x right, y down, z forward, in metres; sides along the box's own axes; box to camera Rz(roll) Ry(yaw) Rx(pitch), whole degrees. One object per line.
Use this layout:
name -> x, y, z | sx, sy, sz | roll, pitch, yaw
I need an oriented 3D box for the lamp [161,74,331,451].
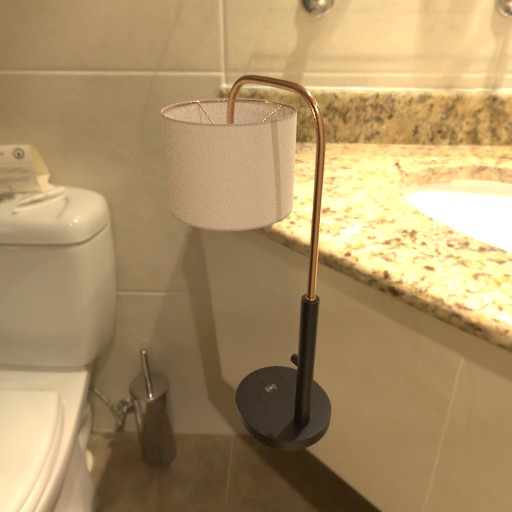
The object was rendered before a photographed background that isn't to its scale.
lamp -> 0.000, 0.000, 0.709 | 0.199, 0.540, 0.337 | -18, 34, -30
